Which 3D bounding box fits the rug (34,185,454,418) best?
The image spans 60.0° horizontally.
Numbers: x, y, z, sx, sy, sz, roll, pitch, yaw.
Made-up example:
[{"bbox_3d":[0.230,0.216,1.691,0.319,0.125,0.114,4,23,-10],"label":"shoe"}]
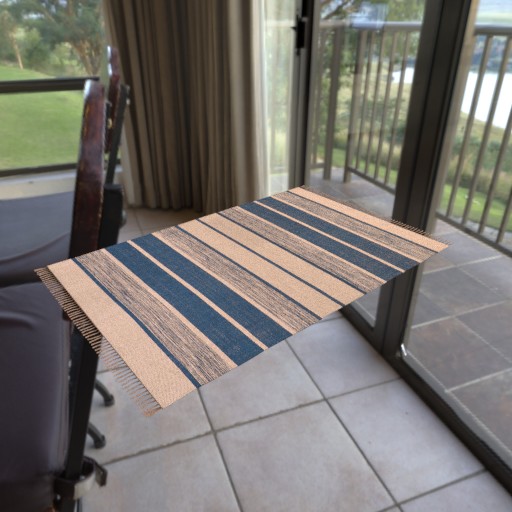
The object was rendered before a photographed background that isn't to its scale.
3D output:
[{"bbox_3d":[0.000,0.000,3.013,2.441,0.010,1.532,-22,36,-34],"label":"rug"}]
